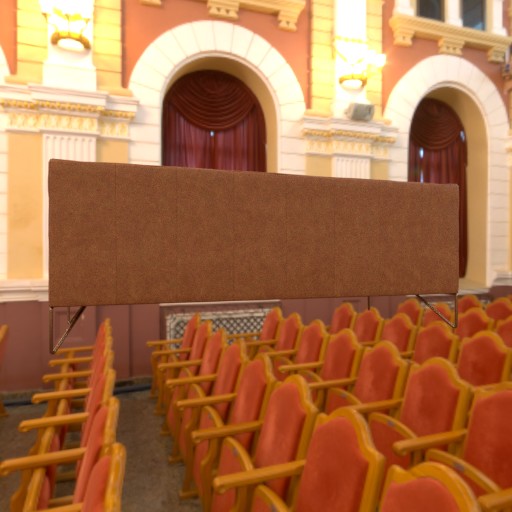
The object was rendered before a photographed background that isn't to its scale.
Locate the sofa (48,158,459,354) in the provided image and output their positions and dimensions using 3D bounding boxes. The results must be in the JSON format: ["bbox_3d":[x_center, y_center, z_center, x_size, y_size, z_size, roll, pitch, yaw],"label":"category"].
[{"bbox_3d":[0.000,0.000,2.519,2.079,0.798,0.912,0,0,-19],"label":"sofa"}]
